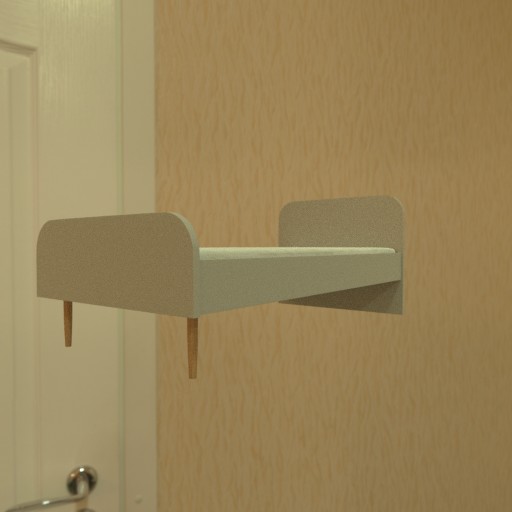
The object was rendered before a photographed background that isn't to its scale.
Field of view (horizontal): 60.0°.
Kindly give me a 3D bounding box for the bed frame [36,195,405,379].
[{"bbox_3d":[0.000,0.000,2.479,0.998,0.805,1.963,1,2,37],"label":"bed frame"}]
